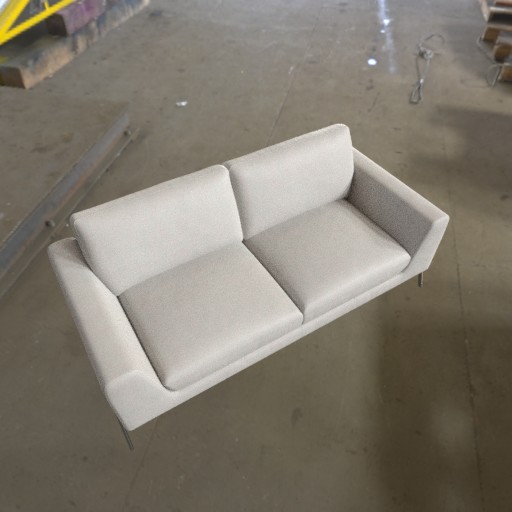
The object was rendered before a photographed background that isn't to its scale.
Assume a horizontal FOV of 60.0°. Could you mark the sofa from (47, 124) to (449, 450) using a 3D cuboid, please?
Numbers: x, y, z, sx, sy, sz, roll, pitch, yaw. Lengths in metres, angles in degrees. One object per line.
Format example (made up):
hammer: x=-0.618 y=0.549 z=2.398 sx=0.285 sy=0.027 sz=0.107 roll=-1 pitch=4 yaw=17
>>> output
sofa: x=0.000 y=0.000 z=2.517 sx=2.017 sy=0.875 sz=0.953 roll=-24 pitch=51 yaw=-21
